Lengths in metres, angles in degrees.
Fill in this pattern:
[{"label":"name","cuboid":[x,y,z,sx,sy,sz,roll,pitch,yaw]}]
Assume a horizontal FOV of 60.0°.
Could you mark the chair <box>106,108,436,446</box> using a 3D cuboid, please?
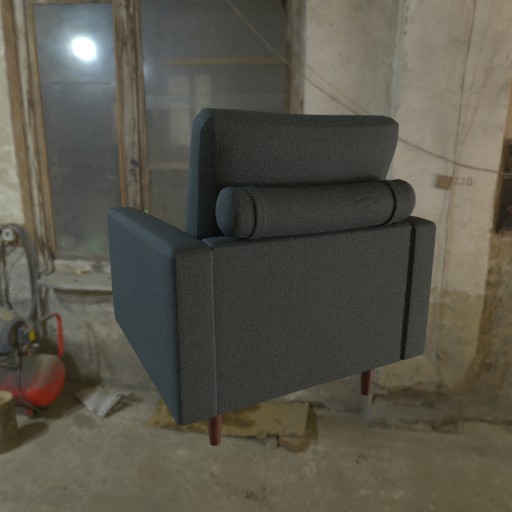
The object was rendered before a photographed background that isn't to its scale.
[{"label":"chair","cuboid":[0.000,0.000,1.478,0.821,0.880,0.843,-7,16,-27]}]
